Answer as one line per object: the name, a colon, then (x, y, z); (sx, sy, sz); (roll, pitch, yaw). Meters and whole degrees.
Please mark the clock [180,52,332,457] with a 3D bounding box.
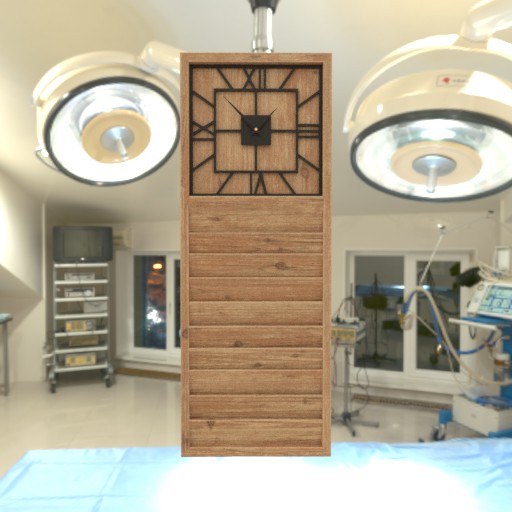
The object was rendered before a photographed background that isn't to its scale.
clock: (0.000, 0.000, 1.072); (0.361, 0.965, 0.030); (0, 1, 0)
